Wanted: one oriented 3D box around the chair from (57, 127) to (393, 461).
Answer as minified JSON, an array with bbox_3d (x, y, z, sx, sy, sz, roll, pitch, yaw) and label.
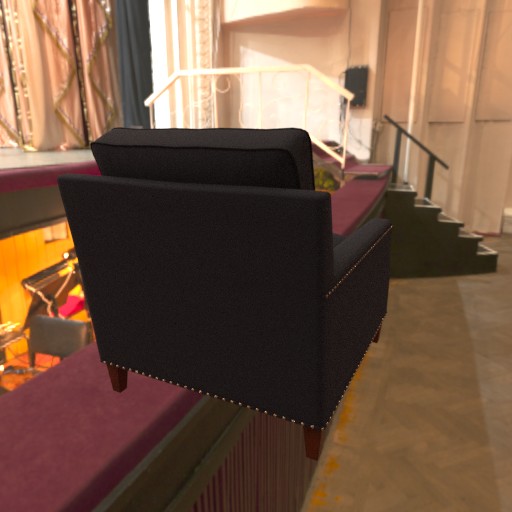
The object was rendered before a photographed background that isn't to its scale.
[{"bbox_3d":[0.000,0.000,1.675,0.853,0.943,1.014,8,19,26],"label":"chair"}]
